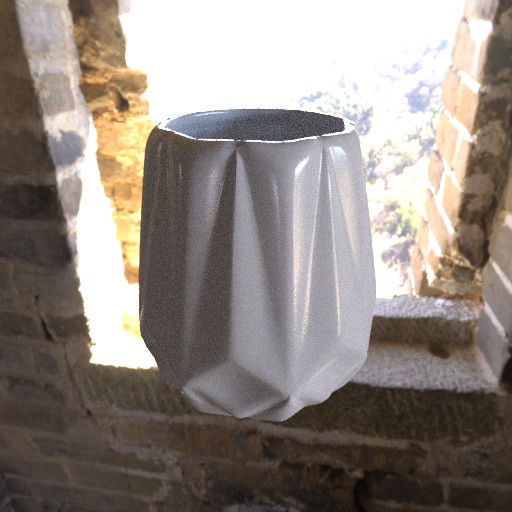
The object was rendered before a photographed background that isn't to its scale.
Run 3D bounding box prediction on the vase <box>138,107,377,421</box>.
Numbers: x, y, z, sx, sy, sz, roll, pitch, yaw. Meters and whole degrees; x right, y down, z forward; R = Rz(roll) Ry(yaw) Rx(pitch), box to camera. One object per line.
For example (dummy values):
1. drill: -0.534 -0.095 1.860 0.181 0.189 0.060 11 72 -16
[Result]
1. vase: 0.000 0.000 0.257 0.141 0.152 0.141 0 26 0
